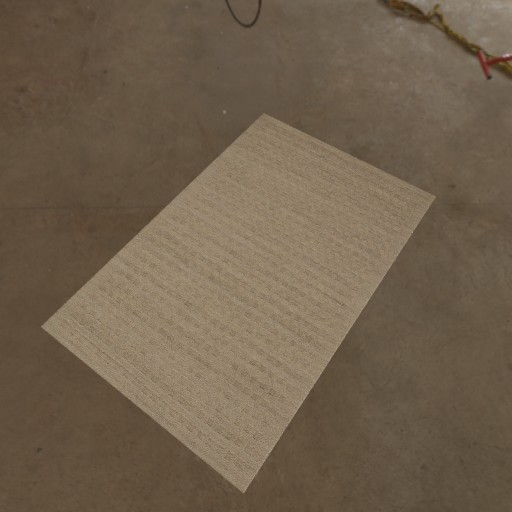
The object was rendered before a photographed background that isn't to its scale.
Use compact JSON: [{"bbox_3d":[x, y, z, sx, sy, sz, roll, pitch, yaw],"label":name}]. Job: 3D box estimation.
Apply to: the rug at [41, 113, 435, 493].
[{"bbox_3d":[0.000,0.000,2.209,1.142,0.006,1.752,31,63,18],"label":"rug"}]
